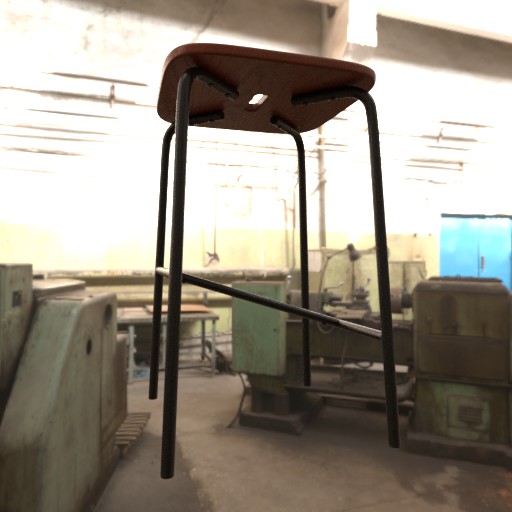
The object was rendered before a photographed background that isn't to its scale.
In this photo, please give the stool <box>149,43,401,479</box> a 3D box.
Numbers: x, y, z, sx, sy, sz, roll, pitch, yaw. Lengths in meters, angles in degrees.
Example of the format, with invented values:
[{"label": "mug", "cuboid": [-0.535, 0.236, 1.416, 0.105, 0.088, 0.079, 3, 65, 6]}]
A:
[{"label": "stool", "cuboid": [0.000, 0.000, 0.834, 0.376, 0.610, 0.376, 0, -1, -16]}]
